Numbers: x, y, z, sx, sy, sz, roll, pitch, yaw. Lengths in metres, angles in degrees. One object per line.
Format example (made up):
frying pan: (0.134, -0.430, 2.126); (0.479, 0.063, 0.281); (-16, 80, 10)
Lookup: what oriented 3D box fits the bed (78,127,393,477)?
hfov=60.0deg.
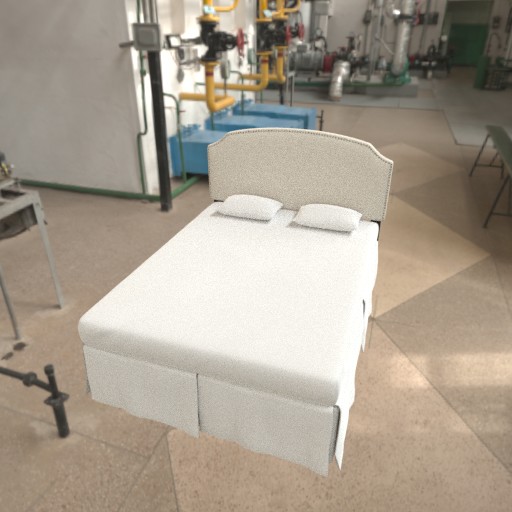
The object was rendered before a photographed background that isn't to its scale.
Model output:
bed: (0.000, 0.000, 2.964); (1.558, 1.270, 1.999); (9, 30, 17)
